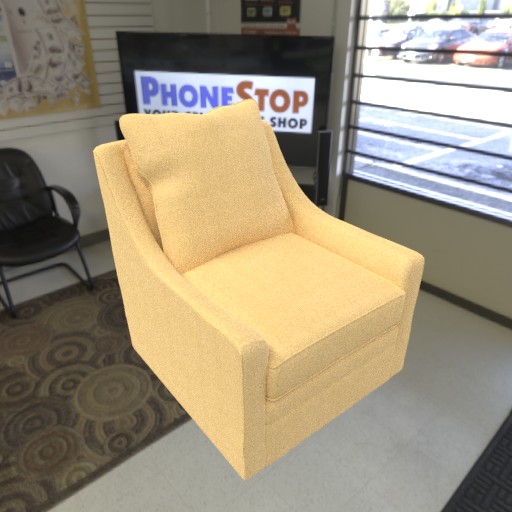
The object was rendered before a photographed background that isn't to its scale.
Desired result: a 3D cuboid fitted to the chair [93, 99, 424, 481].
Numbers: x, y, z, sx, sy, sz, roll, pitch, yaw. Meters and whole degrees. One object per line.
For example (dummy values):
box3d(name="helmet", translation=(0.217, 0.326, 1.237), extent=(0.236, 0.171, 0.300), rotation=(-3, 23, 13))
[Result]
box3d(name="chair", translation=(0.000, 0.000, 1.562), extent=(0.760, 0.927, 0.876), rotation=(-20, 34, -33))
